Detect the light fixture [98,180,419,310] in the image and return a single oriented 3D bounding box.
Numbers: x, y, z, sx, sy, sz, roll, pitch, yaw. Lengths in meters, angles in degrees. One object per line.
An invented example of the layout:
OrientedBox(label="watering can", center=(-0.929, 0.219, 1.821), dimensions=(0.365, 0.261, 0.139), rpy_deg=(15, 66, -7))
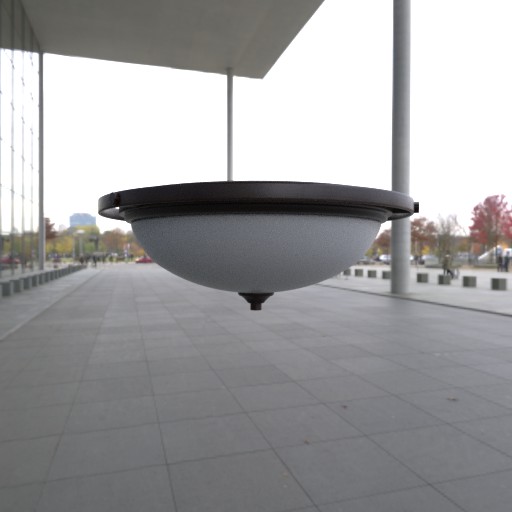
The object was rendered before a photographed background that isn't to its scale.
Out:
OrientedBox(label="light fixture", center=(0.000, 0.000, 0.537), dimensions=(0.361, 0.130, 0.361), rpy_deg=(0, 0, 0))
